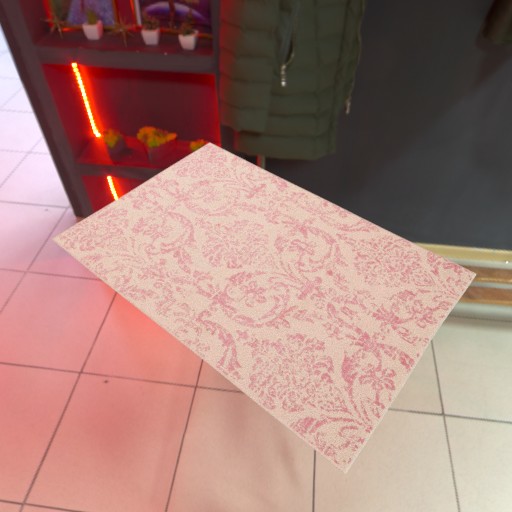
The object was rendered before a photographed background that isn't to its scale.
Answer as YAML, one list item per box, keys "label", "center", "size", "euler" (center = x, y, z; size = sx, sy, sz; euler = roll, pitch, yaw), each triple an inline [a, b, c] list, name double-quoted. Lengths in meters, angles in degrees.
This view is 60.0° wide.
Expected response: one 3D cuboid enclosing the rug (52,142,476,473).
- label: "rug"
  center: [0.000, 0.000, 2.287]
  size: [1.839, 0.012, 1.219]
  euler: [31, 54, 26]
